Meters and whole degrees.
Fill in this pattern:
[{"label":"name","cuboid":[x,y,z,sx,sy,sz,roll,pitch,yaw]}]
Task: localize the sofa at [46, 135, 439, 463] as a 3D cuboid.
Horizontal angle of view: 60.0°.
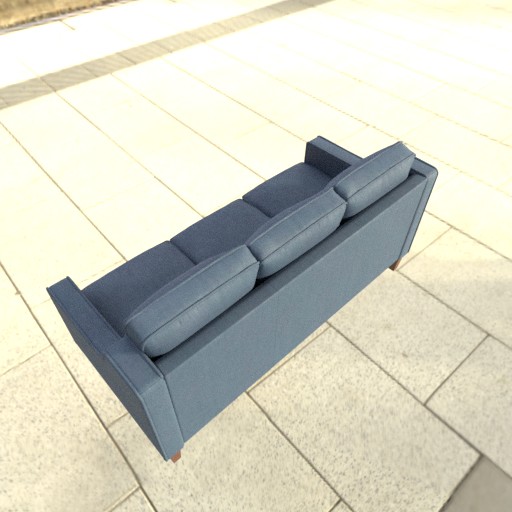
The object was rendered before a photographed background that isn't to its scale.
[{"label":"sofa","cuboid":[0.000,0.000,2.501,1.986,0.974,0.911,-34,56,-28]}]
